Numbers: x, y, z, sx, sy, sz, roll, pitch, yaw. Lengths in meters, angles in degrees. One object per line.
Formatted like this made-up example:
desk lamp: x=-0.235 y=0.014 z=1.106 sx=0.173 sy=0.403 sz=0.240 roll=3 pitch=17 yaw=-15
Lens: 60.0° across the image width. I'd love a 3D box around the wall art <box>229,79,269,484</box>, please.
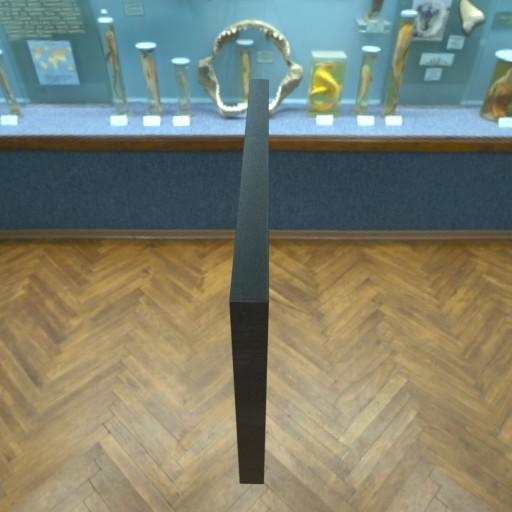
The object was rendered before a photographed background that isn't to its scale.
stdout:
wall art: x=0.000 y=0.000 z=0.783 sx=0.038 sy=0.409 sz=0.610 roll=1 pitch=40 yaw=1
